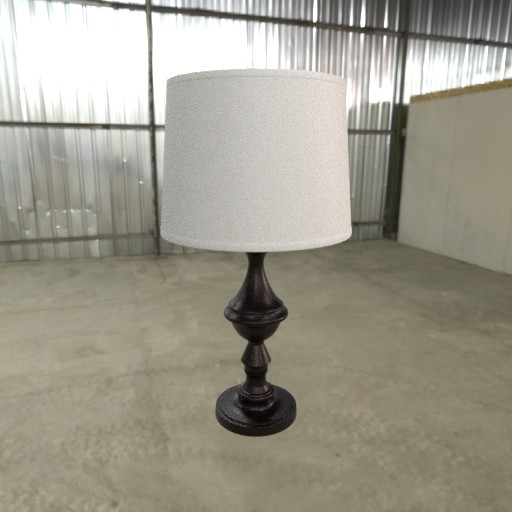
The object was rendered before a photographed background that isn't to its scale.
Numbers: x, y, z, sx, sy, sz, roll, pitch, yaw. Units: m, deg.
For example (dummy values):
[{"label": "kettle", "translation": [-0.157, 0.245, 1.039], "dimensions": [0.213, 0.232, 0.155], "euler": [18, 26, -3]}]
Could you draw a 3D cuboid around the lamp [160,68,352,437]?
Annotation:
[{"label": "lamp", "translation": [0.000, 0.000, 0.919], "dimensions": [0.383, 0.726, 0.383], "euler": [0, 14, 0]}]
